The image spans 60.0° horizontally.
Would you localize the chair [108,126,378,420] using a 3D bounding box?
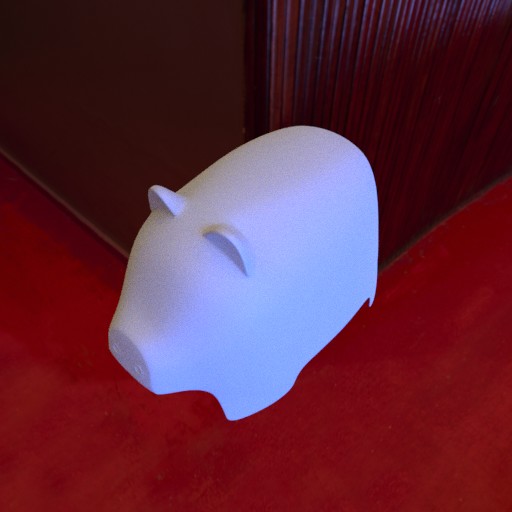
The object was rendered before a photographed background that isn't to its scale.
[{"bbox_3d":[0.000,0.000,0.854,0.364,0.423,0.619,33,55,27],"label":"chair"}]
